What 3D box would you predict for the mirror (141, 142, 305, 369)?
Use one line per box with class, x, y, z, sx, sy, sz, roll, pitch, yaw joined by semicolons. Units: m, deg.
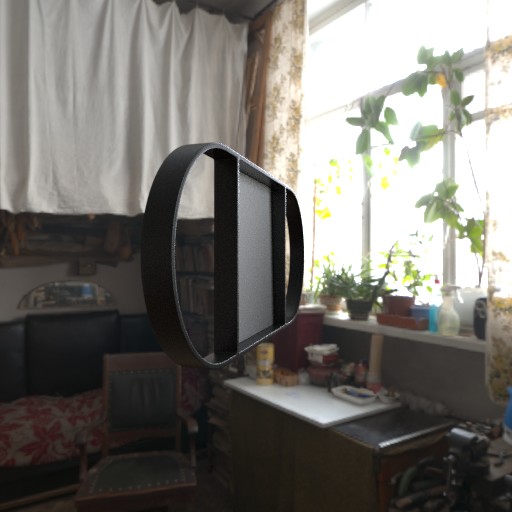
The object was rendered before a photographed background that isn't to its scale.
mirror;0.000;0.000;0.669;0.032;0.254;0.584;0;0;18
